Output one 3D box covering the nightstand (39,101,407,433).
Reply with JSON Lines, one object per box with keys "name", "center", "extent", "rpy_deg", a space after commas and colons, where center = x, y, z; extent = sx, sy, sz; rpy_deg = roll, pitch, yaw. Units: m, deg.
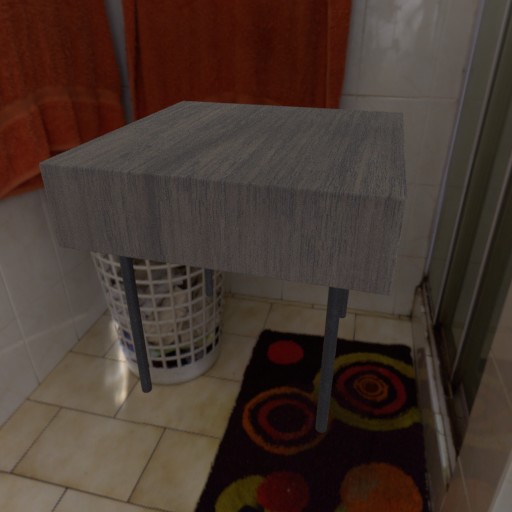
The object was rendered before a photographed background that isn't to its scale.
{"name": "nightstand", "center": [0.000, 0.000, 0.900], "extent": [0.503, 0.497, 0.502], "rpy_deg": [8, 30, 14]}
